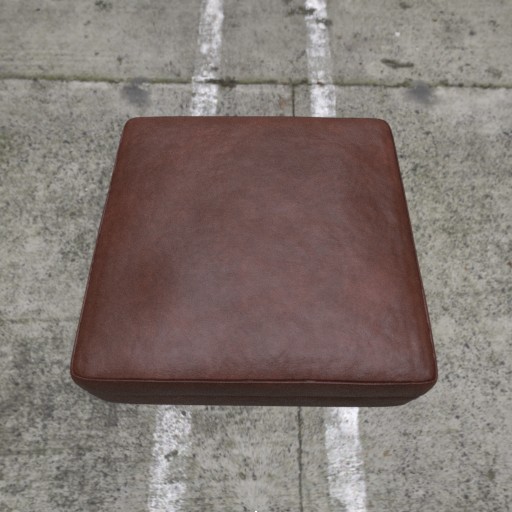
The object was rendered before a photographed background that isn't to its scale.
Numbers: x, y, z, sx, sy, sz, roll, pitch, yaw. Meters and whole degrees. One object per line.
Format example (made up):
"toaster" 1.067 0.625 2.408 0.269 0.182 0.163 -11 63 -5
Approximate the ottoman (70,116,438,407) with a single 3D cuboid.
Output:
"ottoman" 0.000 0.000 1.295 0.844 0.415 0.836 1 60 0
